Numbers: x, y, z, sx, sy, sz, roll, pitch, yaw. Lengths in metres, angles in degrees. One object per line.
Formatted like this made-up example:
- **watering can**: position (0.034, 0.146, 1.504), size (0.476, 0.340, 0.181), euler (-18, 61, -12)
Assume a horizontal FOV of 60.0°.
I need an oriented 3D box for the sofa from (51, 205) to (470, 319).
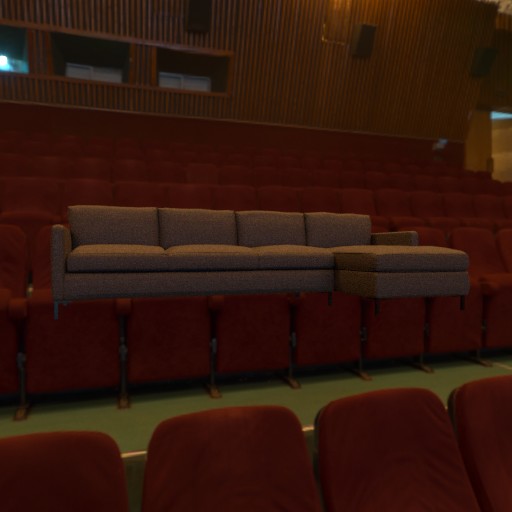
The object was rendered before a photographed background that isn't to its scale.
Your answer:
- **sofa**: position (0.000, 0.000, 3.775), size (3.221, 0.892, 1.483), euler (0, 1, -19)
